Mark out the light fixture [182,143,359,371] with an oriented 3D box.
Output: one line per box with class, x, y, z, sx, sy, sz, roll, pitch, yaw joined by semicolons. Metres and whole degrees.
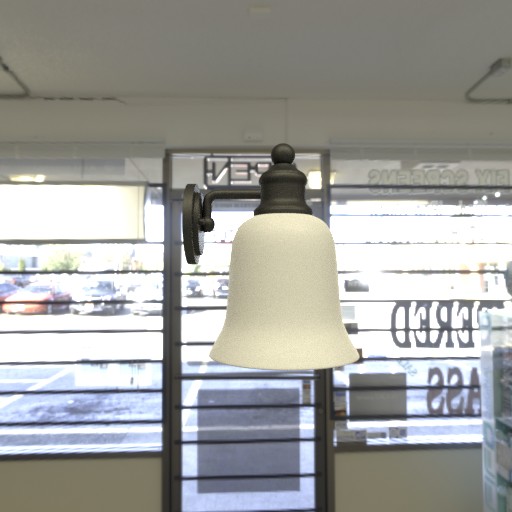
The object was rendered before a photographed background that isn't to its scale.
light fixture;0.000;0.000;0.650;0.198;0.211;0.570;0;-2;0
